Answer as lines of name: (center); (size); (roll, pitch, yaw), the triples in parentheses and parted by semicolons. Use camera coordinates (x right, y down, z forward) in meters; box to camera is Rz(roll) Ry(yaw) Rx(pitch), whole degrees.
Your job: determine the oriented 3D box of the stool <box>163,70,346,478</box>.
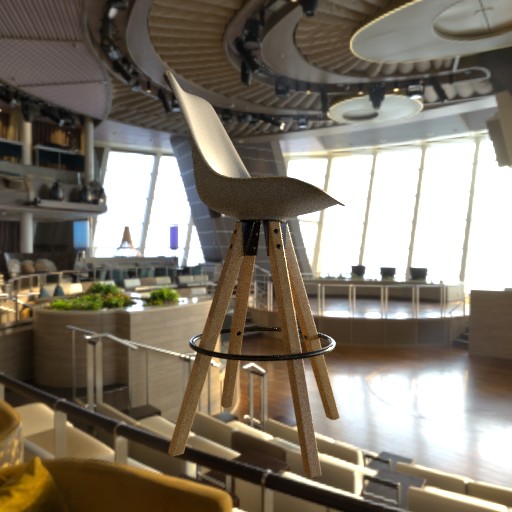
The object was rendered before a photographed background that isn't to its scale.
stool: (0.000, 0.000, 1.385); (0.550, 1.115, 0.485); (0, 1, 17)
